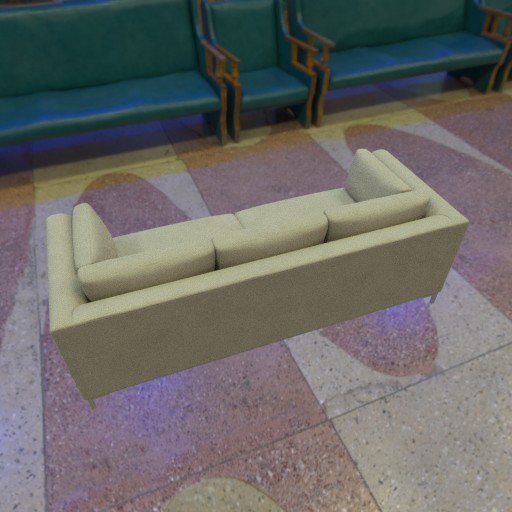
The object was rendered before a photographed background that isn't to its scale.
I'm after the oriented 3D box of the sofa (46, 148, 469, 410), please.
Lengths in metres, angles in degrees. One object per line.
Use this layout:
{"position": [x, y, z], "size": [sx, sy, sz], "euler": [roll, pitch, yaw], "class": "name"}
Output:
{"position": [0.000, 0.000, 2.920], "size": [2.415, 0.867, 0.969], "euler": [-14, 44, -15], "class": "sofa"}
